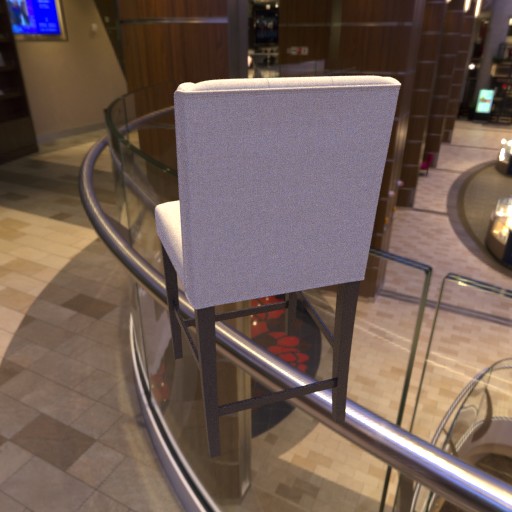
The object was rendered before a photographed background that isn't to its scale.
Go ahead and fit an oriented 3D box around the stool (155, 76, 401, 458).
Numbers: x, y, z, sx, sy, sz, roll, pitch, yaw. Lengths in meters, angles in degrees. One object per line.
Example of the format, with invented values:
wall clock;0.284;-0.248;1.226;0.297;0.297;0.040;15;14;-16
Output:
stool;0.000;0.000;1.210;0.474;0.939;0.509;-8;27;-17
